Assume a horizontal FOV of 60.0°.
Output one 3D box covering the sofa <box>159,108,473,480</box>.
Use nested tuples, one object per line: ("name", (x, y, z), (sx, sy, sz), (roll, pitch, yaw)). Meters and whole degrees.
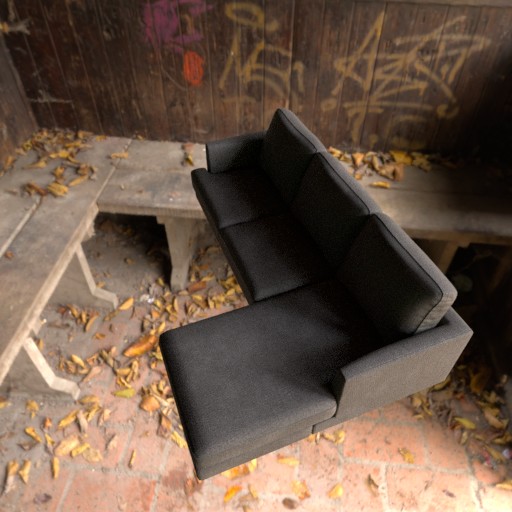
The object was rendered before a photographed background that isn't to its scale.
("sofa", (0.000, 0.000, 2.925), (1.504, 0.956, 2.233), (-16, 48, -15))
